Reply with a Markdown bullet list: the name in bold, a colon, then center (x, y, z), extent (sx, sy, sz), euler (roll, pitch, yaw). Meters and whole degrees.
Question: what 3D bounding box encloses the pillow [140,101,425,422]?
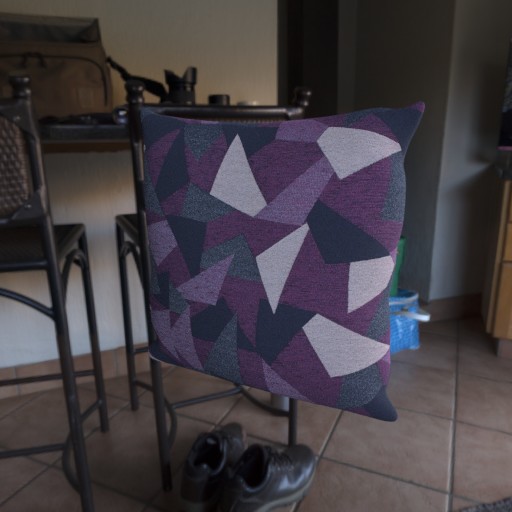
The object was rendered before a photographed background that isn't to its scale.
- **pillow**: center (0.000, 0.000, 0.755), extent (0.503, 0.496, 0.208), euler (7, 16, 26)
